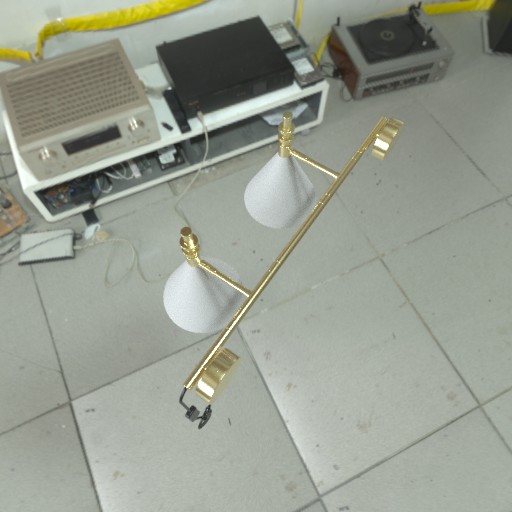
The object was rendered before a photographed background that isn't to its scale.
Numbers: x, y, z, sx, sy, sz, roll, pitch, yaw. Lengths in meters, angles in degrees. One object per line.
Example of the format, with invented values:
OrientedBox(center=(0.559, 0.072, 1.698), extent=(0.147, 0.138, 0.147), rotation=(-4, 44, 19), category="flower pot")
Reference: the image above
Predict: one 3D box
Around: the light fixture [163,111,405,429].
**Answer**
OrientedBox(center=(0.000, 0.000, 0.887), extent=(0.239, 0.468, 0.642), rotation=(32, 68, 15), category="light fixture")
